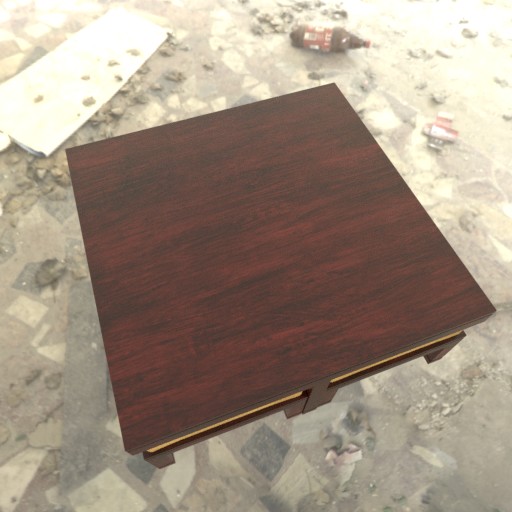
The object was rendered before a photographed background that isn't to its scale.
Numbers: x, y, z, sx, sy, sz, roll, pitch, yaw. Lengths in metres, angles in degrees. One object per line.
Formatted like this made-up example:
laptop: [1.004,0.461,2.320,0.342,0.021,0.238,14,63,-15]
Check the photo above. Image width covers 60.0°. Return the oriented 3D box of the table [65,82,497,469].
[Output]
table: [0.000,0.000,1.307,0.865,0.356,0.865,-17,60,-10]
